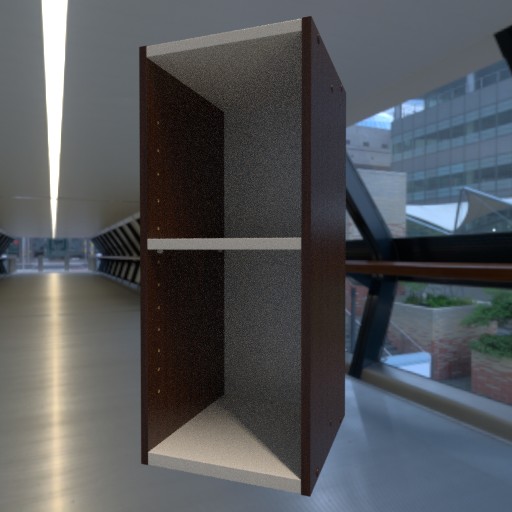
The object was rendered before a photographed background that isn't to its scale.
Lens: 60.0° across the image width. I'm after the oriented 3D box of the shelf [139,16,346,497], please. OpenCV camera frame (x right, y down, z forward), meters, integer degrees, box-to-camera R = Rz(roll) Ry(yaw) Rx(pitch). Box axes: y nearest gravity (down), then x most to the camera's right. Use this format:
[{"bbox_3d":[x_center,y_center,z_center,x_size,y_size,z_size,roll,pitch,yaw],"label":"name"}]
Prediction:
[{"bbox_3d":[0.000,0.000,0.731,0.253,0.600,0.290,0,1,20],"label":"shelf"}]
